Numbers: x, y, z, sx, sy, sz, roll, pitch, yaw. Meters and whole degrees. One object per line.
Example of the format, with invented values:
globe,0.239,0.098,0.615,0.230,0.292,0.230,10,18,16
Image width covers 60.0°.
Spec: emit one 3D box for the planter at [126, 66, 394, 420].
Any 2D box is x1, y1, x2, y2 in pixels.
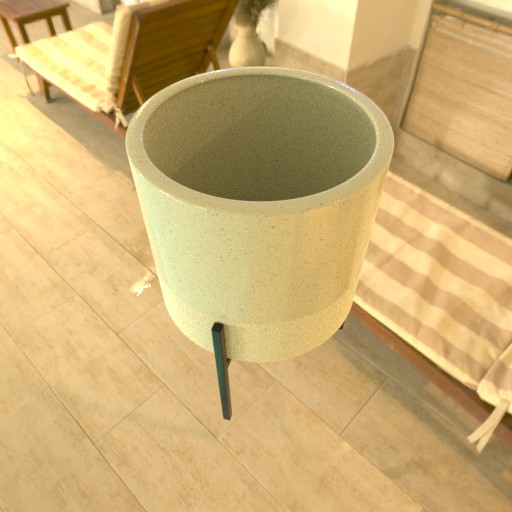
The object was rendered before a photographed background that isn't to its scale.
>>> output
planter,0.000,0.000,0.341,0.152,0.230,0.159,-32,55,-26
